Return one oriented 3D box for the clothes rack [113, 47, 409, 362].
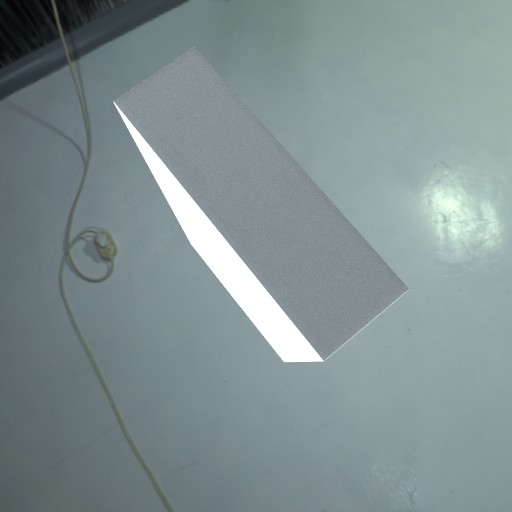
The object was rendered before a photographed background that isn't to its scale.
[{"bbox_3d":[0.000,0.000,1.600,0.250,1.280,0.750,-38,79,-8],"label":"clothes rack"}]
